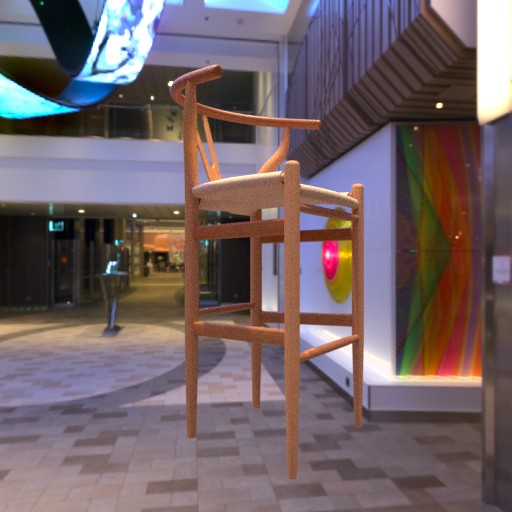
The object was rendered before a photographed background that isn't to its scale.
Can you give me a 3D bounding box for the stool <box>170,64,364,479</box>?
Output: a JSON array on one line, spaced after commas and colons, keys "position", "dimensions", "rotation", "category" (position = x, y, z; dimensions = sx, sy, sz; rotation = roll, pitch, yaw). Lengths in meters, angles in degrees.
[{"position": [0.000, 0.000, 1.375], "dimensions": [0.561, 1.068, 0.574], "rotation": [0, -1, 36], "category": "stool"}]
